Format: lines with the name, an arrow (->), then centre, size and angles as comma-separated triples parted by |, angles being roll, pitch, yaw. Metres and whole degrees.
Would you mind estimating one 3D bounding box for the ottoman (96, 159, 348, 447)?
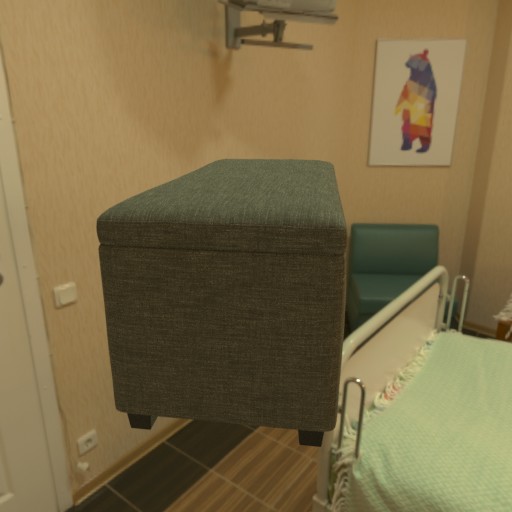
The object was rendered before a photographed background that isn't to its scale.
ottoman -> 0.000, 0.000, 1.142 | 0.419, 0.432, 0.902 | 2, 18, 8
